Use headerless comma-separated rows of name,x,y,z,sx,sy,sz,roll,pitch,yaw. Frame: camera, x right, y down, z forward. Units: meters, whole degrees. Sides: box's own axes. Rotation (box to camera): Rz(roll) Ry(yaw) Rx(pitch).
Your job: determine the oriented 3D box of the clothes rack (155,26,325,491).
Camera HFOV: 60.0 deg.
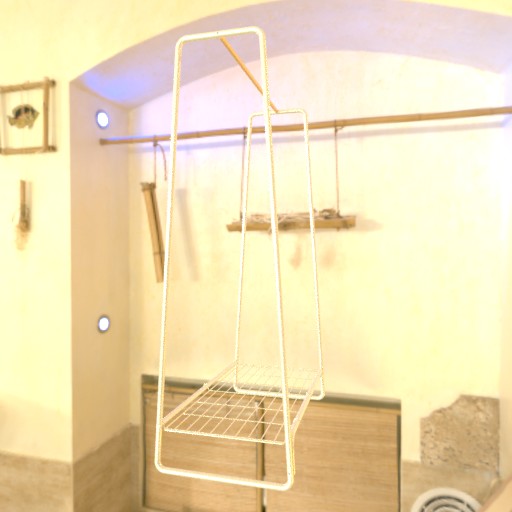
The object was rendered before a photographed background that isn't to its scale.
clothes rack,0.000,0.000,1.899,0.495,1.500,0.900,0,1,15
